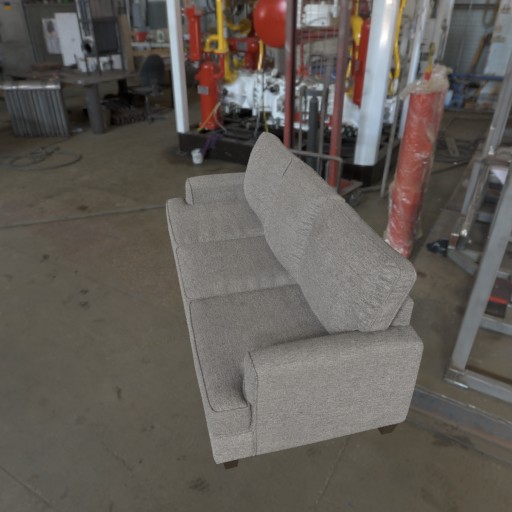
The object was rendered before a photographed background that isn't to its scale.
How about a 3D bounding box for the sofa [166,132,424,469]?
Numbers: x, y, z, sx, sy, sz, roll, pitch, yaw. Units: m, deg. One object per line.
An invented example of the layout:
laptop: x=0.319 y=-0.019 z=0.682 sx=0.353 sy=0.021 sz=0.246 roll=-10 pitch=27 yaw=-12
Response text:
sofa: x=0.000 y=0.000 z=2.691 sx=0.951 sy=0.965 sz=2.158 roll=-8 pitch=32 yaw=-12
